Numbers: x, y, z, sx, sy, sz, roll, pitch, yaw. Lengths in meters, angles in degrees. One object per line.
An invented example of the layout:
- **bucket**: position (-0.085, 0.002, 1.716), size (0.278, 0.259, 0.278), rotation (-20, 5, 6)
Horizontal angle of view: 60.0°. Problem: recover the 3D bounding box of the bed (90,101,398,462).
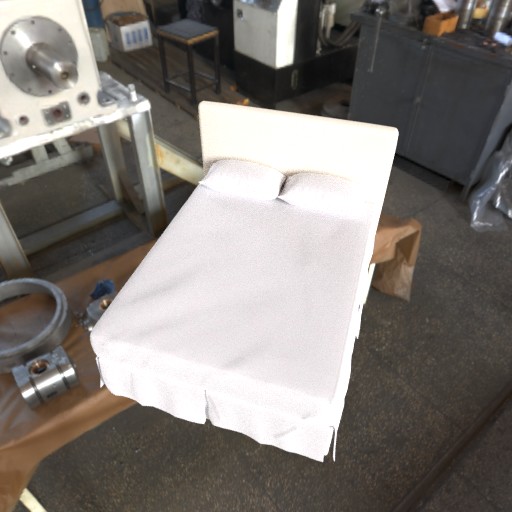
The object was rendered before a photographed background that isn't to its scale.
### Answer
- **bed**: position (0.000, 0.000, 3.299), size (1.713, 1.330, 2.142), rotation (12, 44, 13)
